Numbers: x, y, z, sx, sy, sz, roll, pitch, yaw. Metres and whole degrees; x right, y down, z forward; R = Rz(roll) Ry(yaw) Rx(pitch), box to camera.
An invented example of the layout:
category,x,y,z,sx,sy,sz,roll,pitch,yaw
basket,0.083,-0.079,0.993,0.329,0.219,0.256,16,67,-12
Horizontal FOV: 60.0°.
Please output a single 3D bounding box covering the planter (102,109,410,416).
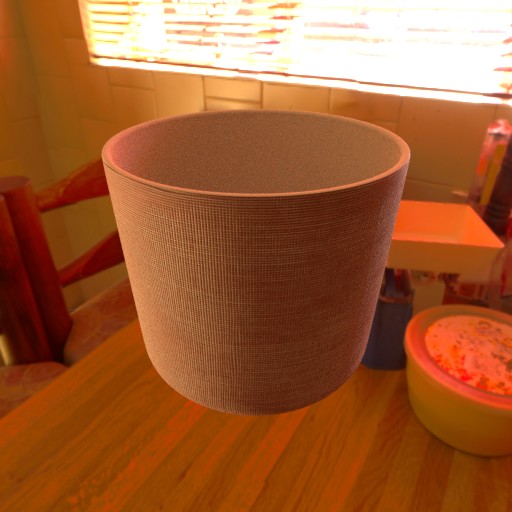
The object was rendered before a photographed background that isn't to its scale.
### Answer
category,x,y,z,sx,sy,sz,roll,pitch,yaw
planter,0.000,0.000,0.758,0.440,0.398,0.440,0,30,0
